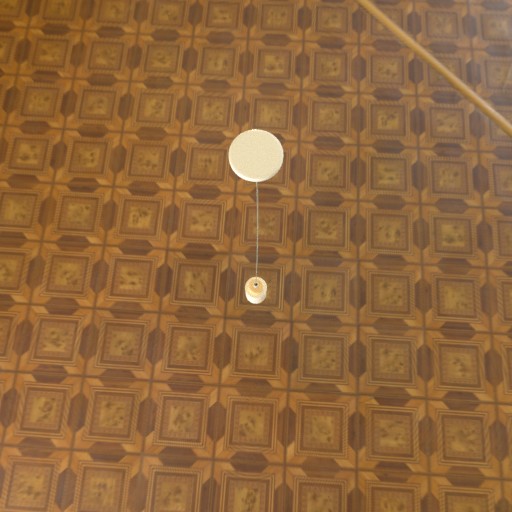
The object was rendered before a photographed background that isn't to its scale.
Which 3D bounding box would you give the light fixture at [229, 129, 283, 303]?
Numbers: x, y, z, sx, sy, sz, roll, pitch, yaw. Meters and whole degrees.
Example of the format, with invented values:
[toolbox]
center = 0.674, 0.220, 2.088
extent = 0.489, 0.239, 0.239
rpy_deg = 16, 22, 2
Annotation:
[light fixture]
center = 0.000, 0.000, 1.877
extent = 0.125, 1.798, 0.125
rpy_deg = 3, 75, 1
